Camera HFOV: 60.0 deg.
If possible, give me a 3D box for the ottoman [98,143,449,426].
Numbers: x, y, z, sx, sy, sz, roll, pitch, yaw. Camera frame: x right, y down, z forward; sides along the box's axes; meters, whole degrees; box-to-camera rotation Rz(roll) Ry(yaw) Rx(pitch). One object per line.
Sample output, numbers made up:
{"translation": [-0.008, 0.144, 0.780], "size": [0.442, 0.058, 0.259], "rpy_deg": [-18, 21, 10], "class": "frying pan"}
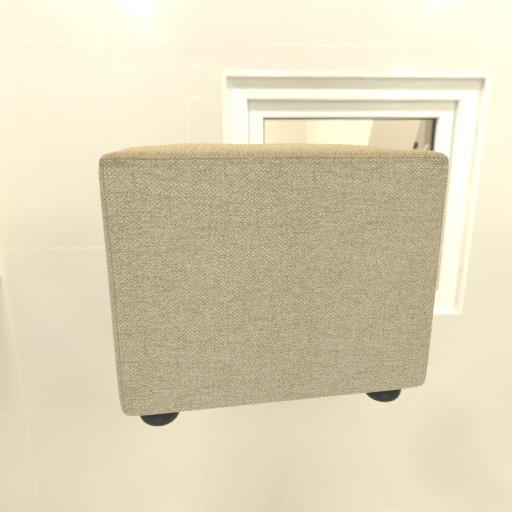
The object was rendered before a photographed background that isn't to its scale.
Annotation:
{"translation": [0.000, 0.000, 0.878], "size": [0.508, 0.432, 0.508], "rpy_deg": [-3, 15, -10], "class": "ottoman"}
